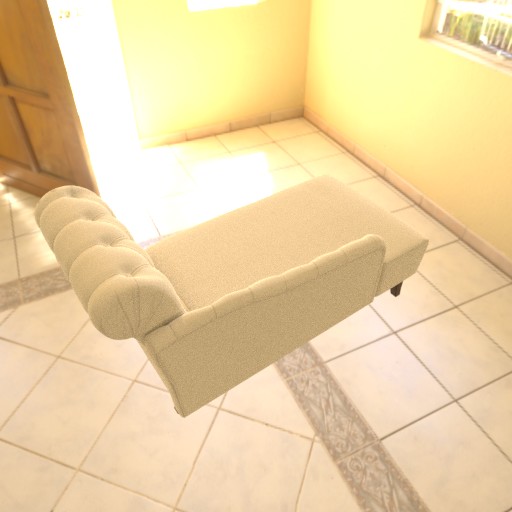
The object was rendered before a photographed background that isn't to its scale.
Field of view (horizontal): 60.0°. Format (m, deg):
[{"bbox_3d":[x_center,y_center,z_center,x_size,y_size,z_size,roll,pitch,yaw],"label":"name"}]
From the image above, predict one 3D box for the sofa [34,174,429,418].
[{"bbox_3d":[0.000,0.000,1.790,1.379,0.787,0.675,-25,48,-26],"label":"sofa"}]
